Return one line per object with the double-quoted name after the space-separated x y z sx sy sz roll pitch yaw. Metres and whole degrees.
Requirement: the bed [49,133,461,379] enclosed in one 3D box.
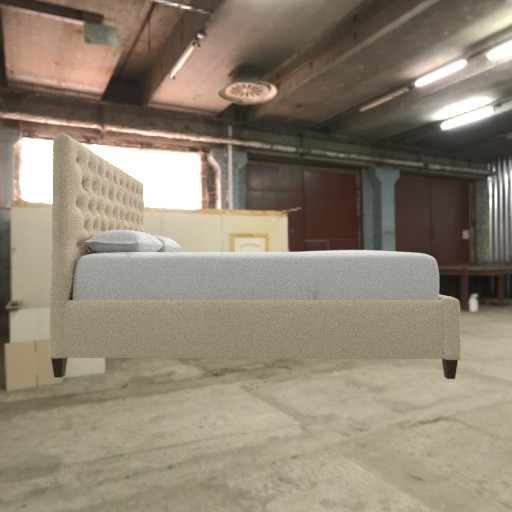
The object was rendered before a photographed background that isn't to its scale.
0.000 0.000 3.388 2.387 1.427 1.698 0 0 1 "bed"
